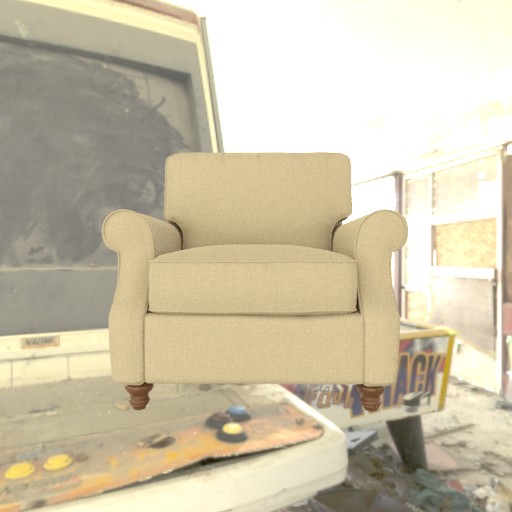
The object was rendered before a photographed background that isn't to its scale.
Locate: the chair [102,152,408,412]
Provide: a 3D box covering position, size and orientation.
[{"bbox_3d":[0.000,0.000,1.785,1.029,0.967,0.966,0,0,1],"label":"chair"}]
